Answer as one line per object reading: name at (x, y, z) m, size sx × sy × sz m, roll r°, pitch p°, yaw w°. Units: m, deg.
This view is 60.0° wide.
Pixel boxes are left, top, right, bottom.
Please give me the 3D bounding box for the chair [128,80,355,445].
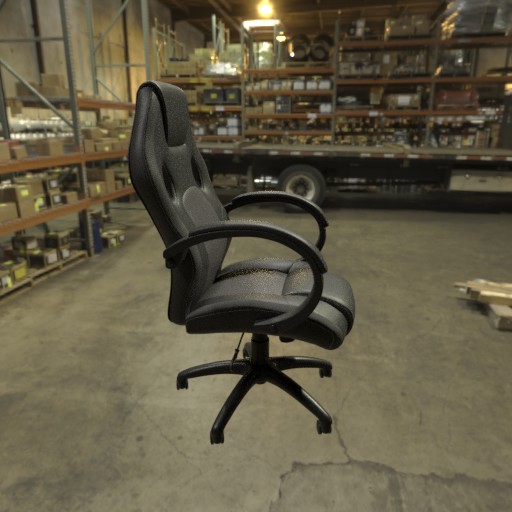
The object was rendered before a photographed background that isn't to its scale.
chair at (0.000, 0.000, 1.614) m, size 0.724 × 1.187 × 0.673 m, roll 3°, pitch 17°, yaw 9°
